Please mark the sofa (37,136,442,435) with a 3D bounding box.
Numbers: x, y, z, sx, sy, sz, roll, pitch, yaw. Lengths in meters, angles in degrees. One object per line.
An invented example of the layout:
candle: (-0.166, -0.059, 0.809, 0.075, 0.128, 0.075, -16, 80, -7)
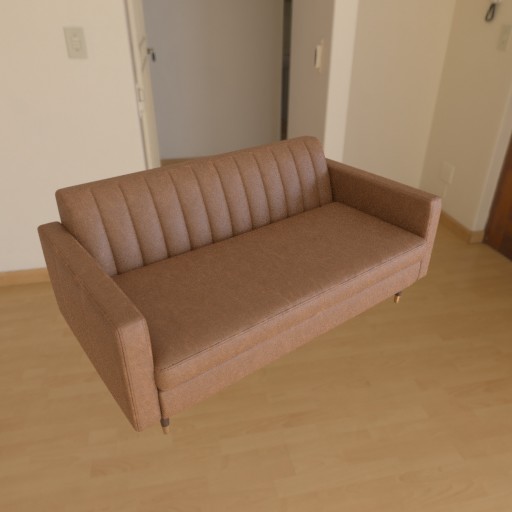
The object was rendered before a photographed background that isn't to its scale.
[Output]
sofa: (0.000, 0.000, 2.312, 1.847, 0.821, 0.993, -21, 36, -32)
